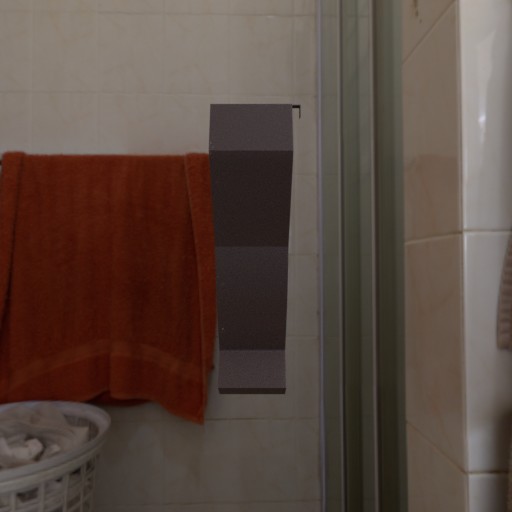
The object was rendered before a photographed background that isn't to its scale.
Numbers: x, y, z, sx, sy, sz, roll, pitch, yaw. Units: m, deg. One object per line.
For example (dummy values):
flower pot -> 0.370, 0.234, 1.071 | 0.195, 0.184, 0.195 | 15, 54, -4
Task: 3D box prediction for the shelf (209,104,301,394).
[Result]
shelf -> 0.000, 0.000, 0.894 | 0.112, 0.439, 0.729 | 0, -1, 0
